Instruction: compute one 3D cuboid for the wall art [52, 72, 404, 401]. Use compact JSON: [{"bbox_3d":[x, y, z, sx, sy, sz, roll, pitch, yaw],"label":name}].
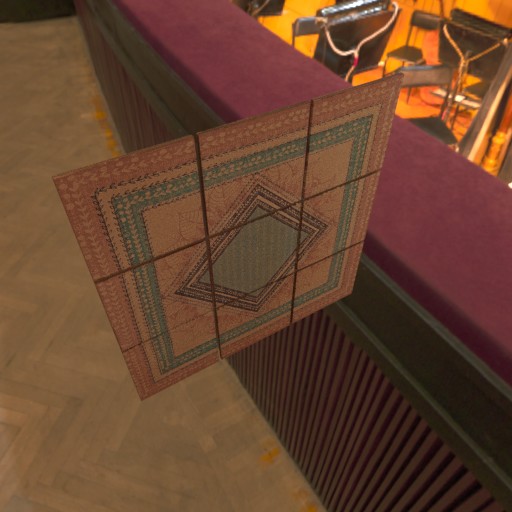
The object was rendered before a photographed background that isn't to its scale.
[{"bbox_3d":[0.000,0.000,1.345,0.915,0.914,0.013,-23,50,-21],"label":"wall art"}]
